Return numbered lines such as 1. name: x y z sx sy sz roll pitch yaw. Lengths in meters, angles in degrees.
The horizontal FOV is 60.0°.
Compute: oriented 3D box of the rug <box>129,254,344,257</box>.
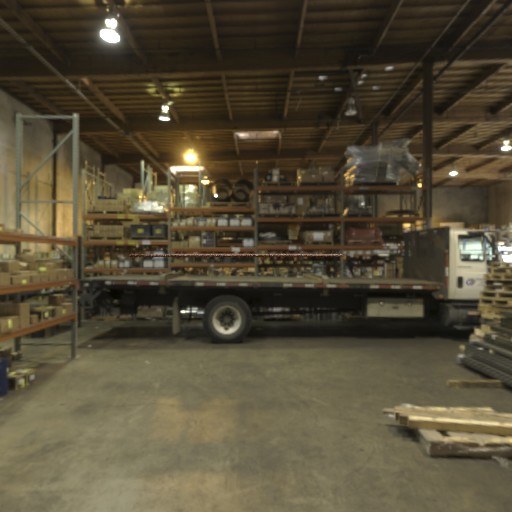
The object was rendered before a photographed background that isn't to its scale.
1. rug: 0.000 0.000 2.756 0.914 0.013 2.471 0 0 0
